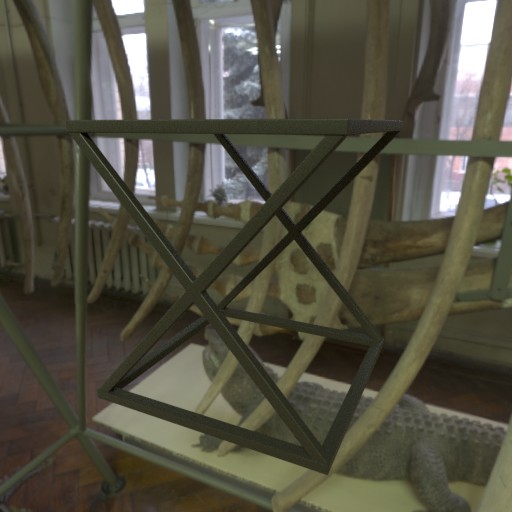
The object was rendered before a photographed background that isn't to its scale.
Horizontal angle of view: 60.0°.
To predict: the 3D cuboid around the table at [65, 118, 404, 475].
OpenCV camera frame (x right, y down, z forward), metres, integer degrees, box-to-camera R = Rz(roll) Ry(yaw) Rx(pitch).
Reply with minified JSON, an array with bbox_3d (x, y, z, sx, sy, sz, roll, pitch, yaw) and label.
[{"bbox_3d":[0.000,0.000,0.966,0.500,0.565,0.500,8,18,24],"label":"table"}]
